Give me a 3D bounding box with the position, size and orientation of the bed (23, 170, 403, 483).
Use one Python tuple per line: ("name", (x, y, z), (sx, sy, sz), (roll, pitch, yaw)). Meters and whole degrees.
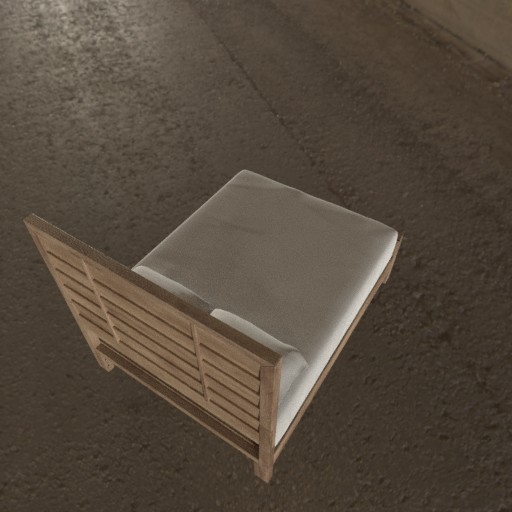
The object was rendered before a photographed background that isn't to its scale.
("bed", (0.000, 0.000, 3.346), (1.626, 1.626, 2.197), (26, 53, 22))
